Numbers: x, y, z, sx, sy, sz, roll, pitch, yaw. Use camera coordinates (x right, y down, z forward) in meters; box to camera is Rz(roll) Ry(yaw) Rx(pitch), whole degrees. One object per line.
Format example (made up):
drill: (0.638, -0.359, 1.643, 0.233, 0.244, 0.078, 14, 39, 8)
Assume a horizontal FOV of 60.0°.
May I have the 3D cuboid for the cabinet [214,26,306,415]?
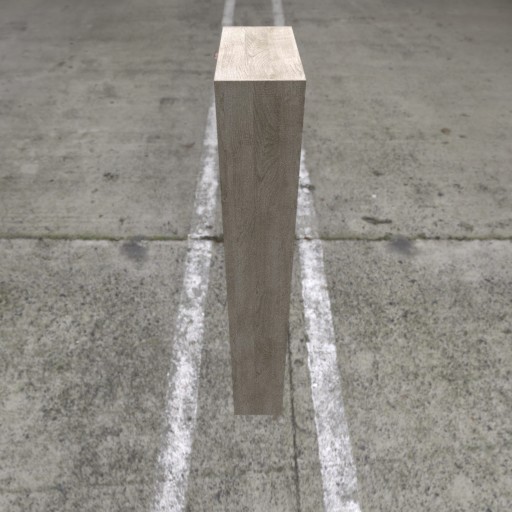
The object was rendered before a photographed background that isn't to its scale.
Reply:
cabinet: (0.000, 0.000, 1.856, 0.250, 1.630, 0.520, 0, 41, -1)
